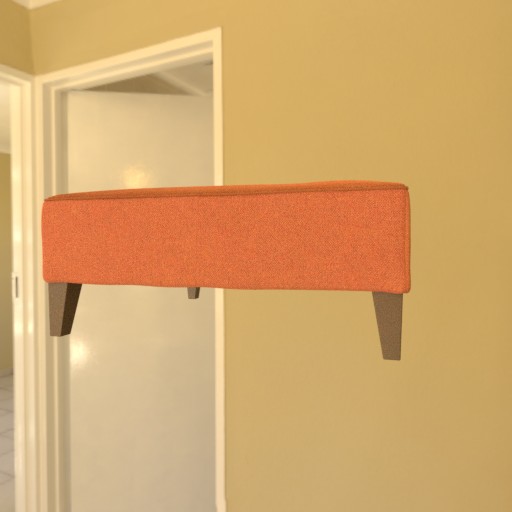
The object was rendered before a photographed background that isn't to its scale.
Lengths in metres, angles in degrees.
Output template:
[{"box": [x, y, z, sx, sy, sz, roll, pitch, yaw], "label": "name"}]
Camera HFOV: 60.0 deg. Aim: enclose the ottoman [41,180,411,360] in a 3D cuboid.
[{"box": [0.000, 0.000, 1.568, 0.999, 0.438, 0.997, 0, 1, 16], "label": "ottoman"}]
